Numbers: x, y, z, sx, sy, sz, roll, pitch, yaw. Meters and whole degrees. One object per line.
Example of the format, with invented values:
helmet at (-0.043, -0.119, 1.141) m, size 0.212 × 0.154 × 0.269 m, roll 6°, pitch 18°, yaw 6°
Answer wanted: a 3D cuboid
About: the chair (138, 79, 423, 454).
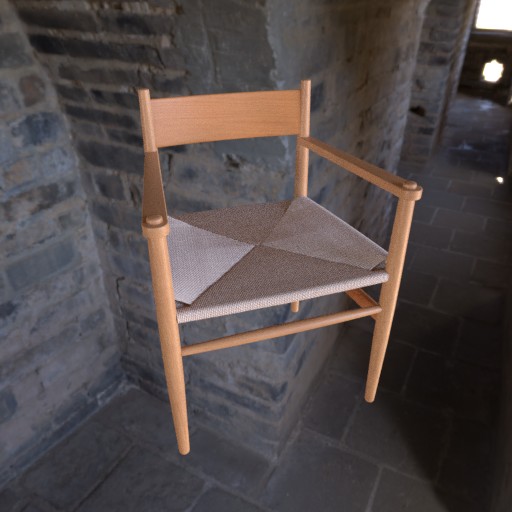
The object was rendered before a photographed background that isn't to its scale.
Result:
chair at (0.000, 0.000, 1.134) m, size 0.556 × 0.762 × 0.495 m, roll -10°, pitch 32°, yaw -15°
